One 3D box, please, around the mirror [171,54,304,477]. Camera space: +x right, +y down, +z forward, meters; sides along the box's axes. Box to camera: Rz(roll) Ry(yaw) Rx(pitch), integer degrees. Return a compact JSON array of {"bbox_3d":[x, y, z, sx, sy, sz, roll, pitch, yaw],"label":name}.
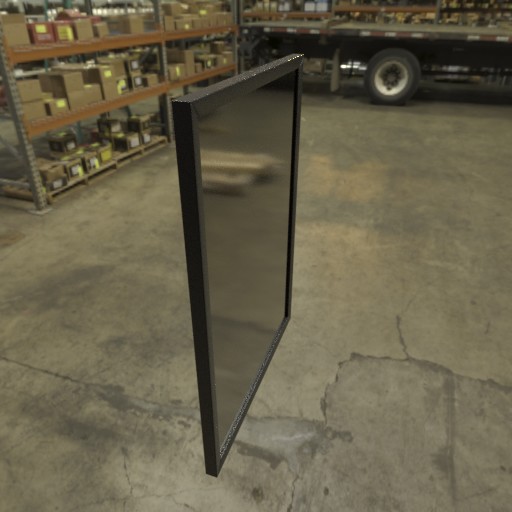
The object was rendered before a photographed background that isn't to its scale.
[{"bbox_3d":[0.000,0.000,1.305,0.040,1.016,0.762,10,32,17],"label":"mirror"}]
